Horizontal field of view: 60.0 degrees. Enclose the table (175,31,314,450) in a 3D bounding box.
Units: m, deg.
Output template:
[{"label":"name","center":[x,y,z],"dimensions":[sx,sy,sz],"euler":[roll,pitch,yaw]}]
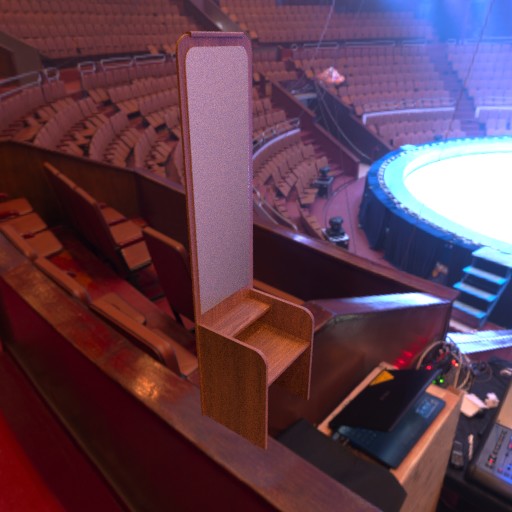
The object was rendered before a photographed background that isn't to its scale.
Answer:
[{"label":"table","center":[0.000,0.000,2.024],"dimensions":[0.420,1.830,0.450],"euler":[18,31,32]}]
